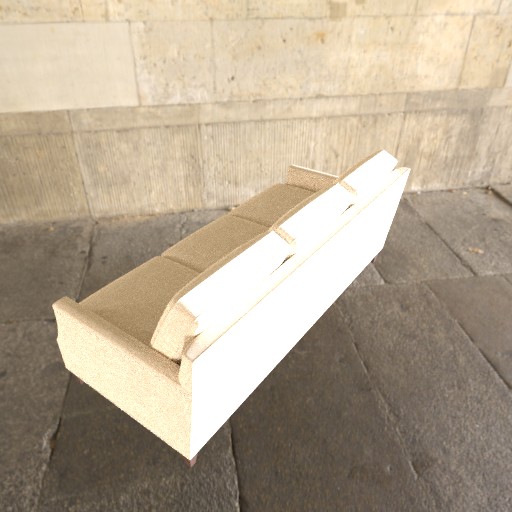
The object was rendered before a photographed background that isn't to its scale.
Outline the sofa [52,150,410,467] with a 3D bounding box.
[{"bbox_3d":[0.000,0.000,2.761,1.041,0.940,2.210,22,39,29],"label":"sofa"}]
